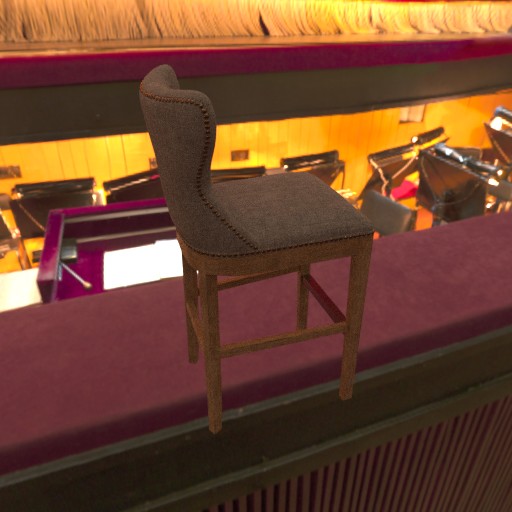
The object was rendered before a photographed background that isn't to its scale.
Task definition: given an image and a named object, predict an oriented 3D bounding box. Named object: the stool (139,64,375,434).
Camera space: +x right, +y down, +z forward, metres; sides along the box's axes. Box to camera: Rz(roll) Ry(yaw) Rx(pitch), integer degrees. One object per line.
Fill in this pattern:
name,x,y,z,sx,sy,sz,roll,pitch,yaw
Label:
stool,0.000,0.000,1.447,0.606,1.123,0.494,-10,33,-16
